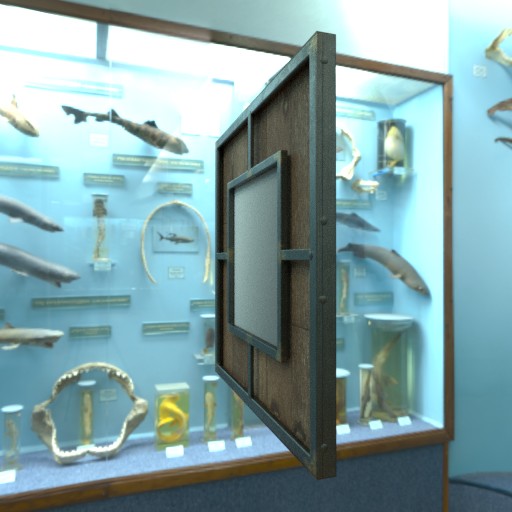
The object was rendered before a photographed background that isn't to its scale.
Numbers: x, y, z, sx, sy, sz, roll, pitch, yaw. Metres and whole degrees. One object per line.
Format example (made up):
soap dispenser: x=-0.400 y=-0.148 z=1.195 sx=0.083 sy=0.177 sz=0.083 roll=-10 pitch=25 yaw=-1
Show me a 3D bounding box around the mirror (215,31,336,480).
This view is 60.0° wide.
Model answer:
mirror: x=0.000 y=0.000 z=0.559 sx=0.020 sy=0.381 sz=0.382 roll=0 pitch=0 yaw=-18
